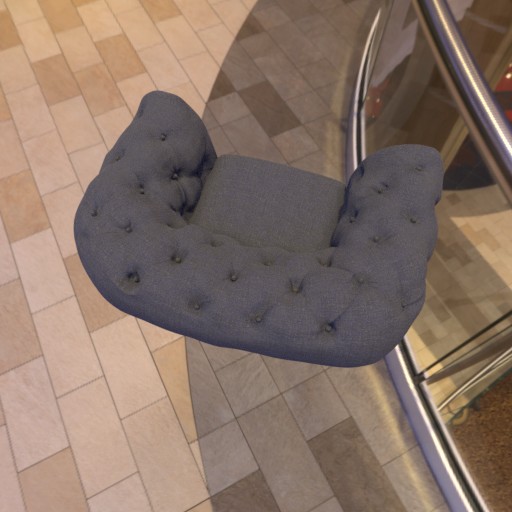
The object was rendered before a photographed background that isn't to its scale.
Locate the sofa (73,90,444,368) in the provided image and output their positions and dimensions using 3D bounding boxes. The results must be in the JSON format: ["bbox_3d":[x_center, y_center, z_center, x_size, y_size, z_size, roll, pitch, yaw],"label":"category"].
[{"bbox_3d":[0.000,0.000,2.042,1.405,0.878,1.032,15,63,8],"label":"sofa"}]
